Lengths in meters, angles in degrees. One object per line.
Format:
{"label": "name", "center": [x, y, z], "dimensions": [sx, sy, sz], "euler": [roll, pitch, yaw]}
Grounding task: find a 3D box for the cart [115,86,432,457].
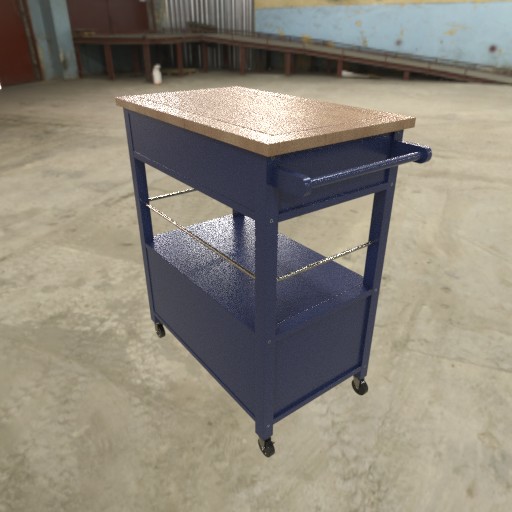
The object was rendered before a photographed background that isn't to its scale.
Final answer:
{"label": "cart", "center": [0.000, 0.000, 1.402], "dimensions": [0.459, 0.901, 0.840], "euler": [-19, 33, -32]}
